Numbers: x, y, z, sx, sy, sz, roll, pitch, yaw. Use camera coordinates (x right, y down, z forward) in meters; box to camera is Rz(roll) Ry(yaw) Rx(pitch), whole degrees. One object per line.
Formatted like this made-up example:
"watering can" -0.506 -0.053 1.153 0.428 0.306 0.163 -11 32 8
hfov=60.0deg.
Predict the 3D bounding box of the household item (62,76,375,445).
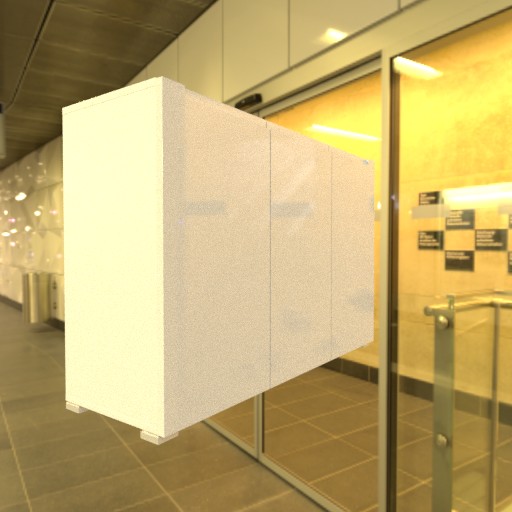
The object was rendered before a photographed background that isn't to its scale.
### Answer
"household item" 0.000 0.000 1.679 0.420 0.867 1.300 1 2 36
